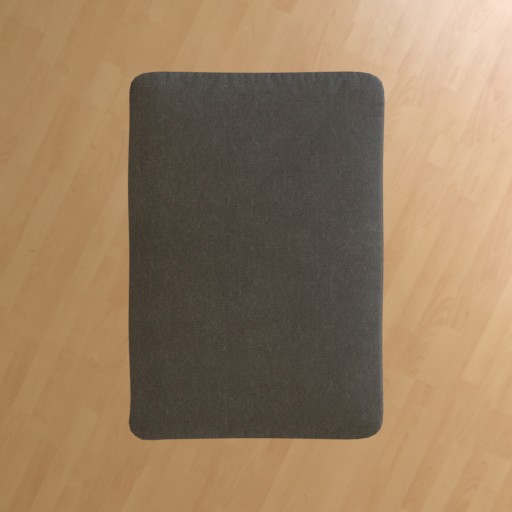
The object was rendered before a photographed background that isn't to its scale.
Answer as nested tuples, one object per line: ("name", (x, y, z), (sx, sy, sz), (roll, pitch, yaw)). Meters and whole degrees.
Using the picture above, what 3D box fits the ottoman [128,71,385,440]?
("ottoman", (0.000, 0.000, 1.542), (0.840, 0.429, 1.199), (0, 91, 0))
